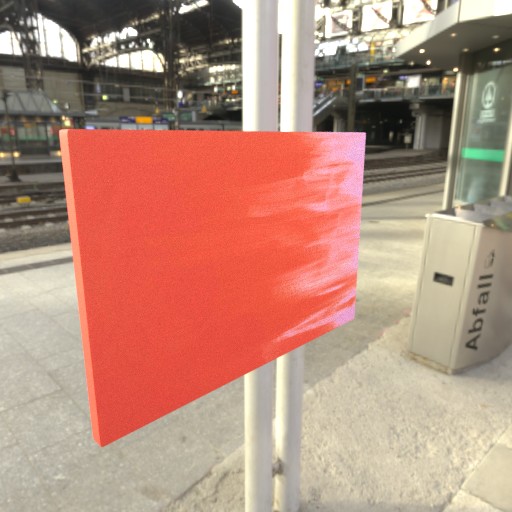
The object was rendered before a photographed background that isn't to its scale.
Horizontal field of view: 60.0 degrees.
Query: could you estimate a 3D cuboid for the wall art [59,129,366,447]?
[{"bbox_3d":[0.000,0.000,1.126,0.040,0.609,0.913,14,21,43],"label":"wall art"}]
